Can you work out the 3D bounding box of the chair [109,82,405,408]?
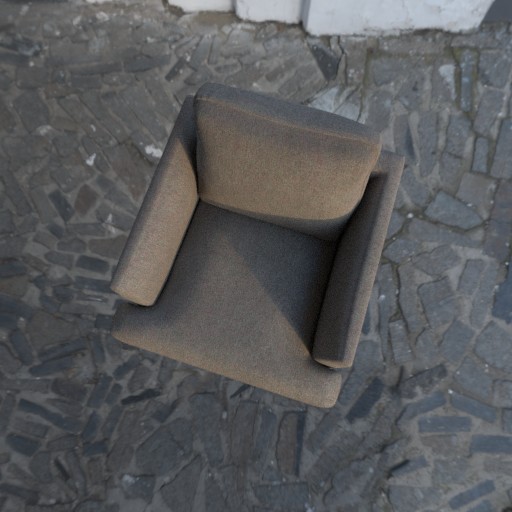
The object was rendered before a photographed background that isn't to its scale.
[{"bbox_3d":[0.000,0.000,1.666,0.858,0.957,0.899,17,76,4],"label":"chair"}]
